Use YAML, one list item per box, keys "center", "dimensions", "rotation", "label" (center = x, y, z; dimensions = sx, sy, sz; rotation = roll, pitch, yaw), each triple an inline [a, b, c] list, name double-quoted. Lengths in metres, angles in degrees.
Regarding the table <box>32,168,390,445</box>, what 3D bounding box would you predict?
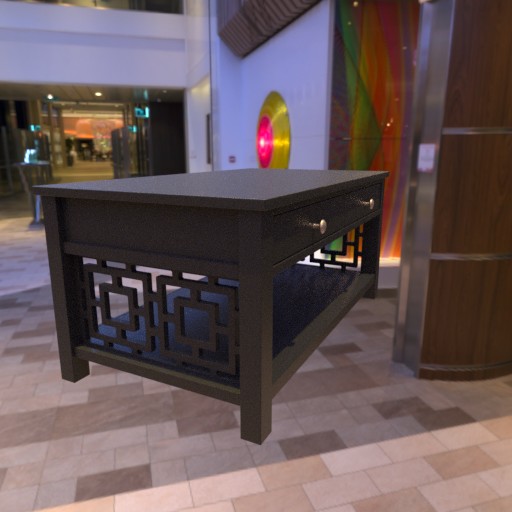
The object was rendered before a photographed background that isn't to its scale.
- center: [0.000, 0.000, 1.404]
  dimensions: [0.612, 0.493, 1.068]
  rotation: [7, 15, 26]
  label: "table"
